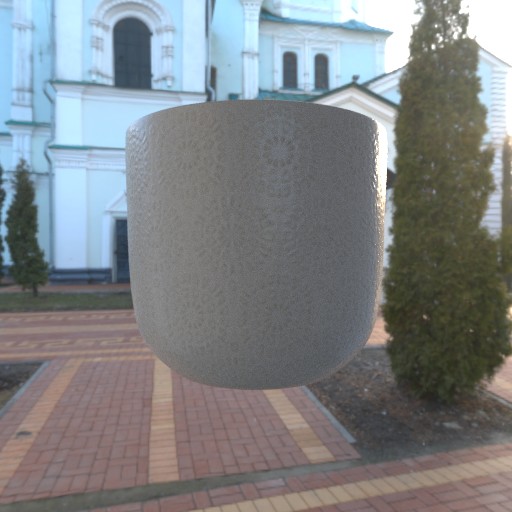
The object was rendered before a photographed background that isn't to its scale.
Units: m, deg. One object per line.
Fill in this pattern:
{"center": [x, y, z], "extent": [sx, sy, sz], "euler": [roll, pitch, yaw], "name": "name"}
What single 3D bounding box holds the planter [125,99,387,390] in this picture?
{"center": [0.000, 0.000, 0.369], "extent": [0.208, 0.190, 0.208], "euler": [0, 0, 0], "name": "planter"}
